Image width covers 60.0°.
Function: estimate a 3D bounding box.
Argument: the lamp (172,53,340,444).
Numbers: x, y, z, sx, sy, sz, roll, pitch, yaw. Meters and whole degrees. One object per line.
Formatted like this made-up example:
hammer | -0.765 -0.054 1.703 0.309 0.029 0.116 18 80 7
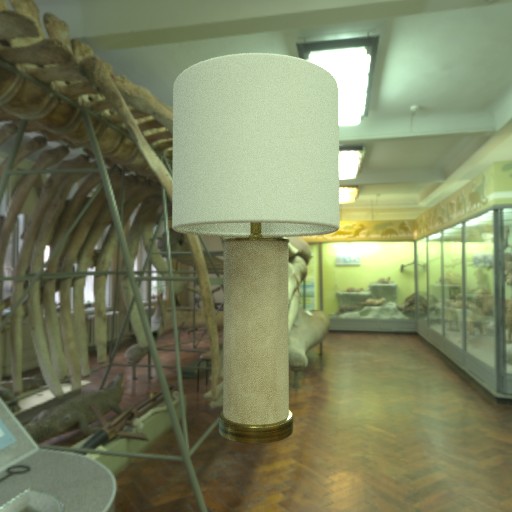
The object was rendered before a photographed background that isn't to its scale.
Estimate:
lamp | 0.000 0.000 0.820 0.305 0.634 0.305 1 -2 -19
